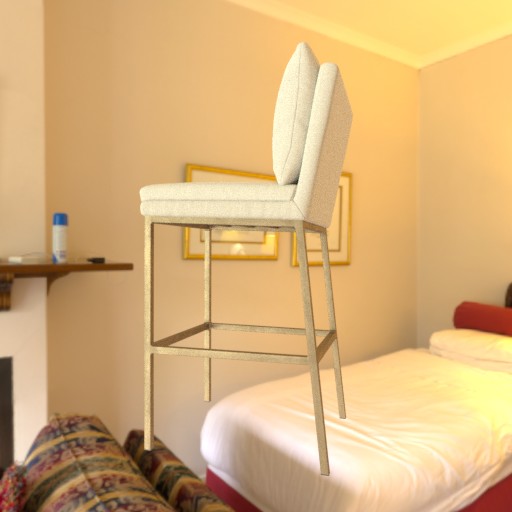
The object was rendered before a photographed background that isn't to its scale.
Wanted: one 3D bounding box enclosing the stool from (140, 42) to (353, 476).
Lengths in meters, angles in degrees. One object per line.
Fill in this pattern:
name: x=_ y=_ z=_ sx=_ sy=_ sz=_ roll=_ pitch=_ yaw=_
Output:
stool: x=0.000 y=0.000 z=1.417 sx=0.572 sy=1.125 sz=0.463 roll=0 pitch=1 yaw=17
